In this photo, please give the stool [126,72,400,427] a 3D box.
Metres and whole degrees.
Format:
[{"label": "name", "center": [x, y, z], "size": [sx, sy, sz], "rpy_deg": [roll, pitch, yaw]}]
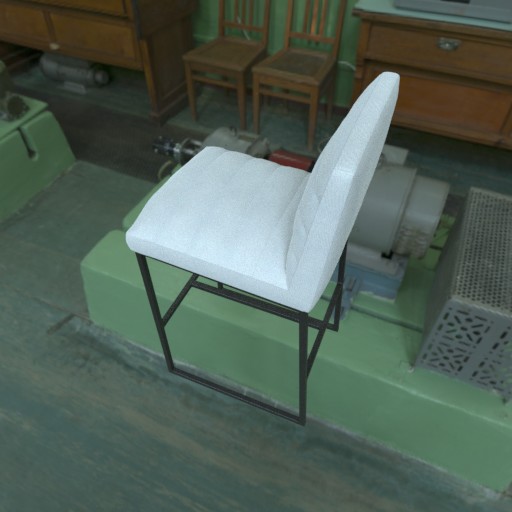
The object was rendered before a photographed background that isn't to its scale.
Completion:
[{"label": "stool", "center": [0.000, 0.000, 1.354], "size": [0.573, 1.061, 0.464], "rpy_deg": [17, 49, 16]}]
